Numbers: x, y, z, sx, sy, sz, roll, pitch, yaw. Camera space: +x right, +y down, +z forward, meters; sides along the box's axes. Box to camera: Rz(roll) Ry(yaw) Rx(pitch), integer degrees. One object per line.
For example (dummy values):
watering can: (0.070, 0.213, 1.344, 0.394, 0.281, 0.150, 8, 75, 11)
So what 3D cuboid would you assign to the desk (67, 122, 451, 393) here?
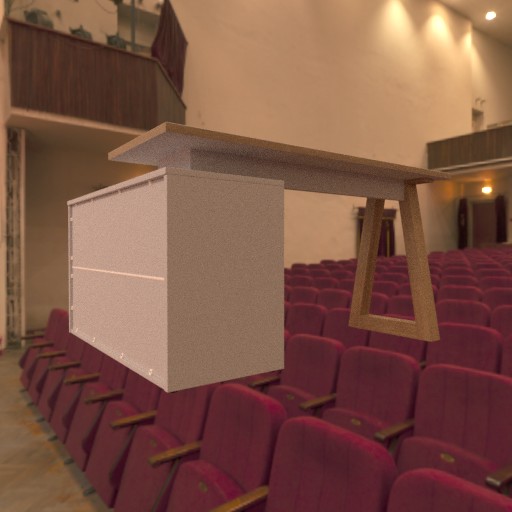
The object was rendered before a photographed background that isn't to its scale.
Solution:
desk: (0.000, 0.000, 2.062, 1.404, 0.755, 1.098, -1, 1, -36)
